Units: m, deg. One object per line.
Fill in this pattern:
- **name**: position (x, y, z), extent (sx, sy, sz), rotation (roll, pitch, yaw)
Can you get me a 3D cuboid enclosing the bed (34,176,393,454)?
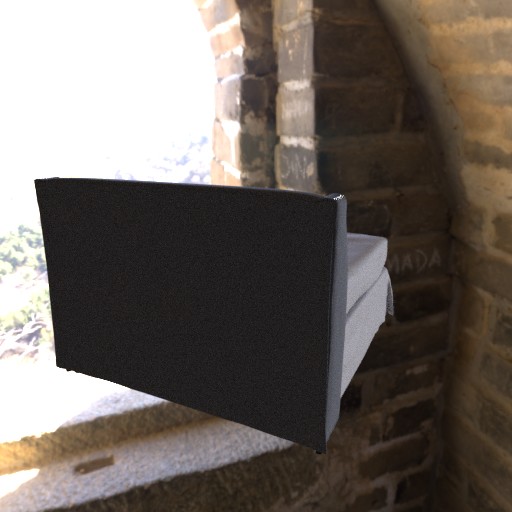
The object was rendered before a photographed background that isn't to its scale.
- **bed**: position (0.000, 0.000, 3.409), extent (1.925, 1.332, 2.276), rotation (8, 17, 26)
